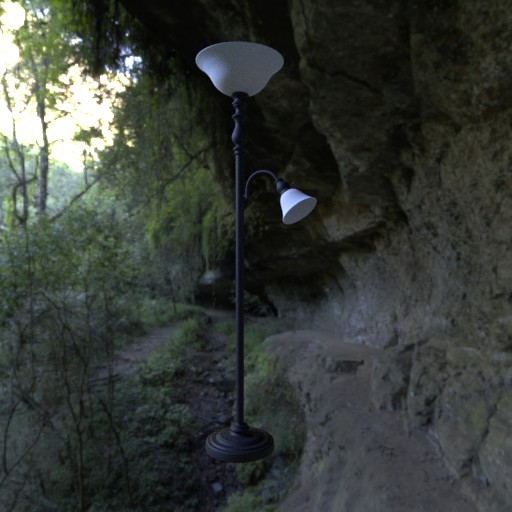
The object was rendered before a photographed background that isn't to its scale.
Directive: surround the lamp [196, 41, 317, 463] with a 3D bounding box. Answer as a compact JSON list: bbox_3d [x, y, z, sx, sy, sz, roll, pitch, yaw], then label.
[{"bbox_3d":[0.000,0.000,2.005,0.588,1.793,0.405,0,0,36],"label":"lamp"}]
